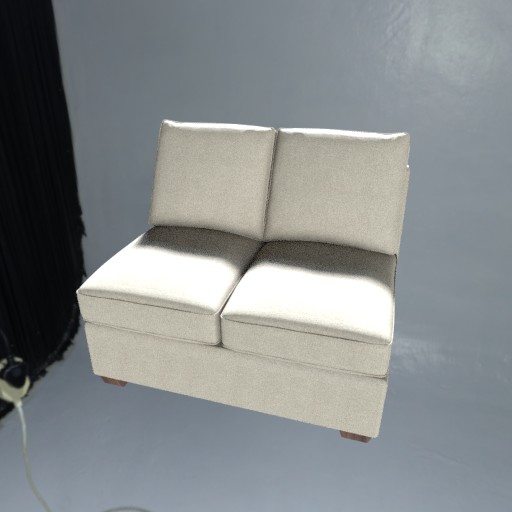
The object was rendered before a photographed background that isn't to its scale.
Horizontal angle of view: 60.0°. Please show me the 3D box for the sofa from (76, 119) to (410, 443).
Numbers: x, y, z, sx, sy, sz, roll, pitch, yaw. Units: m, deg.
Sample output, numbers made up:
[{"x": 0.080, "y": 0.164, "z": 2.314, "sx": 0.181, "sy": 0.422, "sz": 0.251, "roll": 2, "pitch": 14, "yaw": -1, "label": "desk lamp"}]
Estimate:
[{"x": 0.000, "y": 0.000, "z": 1.976, "sx": 1.232, "sy": 1.006, "sz": 0.978, "roll": 8, "pitch": 28, "yaw": 15, "label": "sofa"}]
